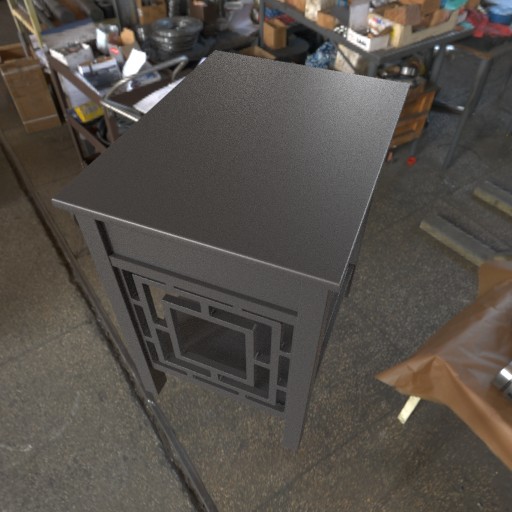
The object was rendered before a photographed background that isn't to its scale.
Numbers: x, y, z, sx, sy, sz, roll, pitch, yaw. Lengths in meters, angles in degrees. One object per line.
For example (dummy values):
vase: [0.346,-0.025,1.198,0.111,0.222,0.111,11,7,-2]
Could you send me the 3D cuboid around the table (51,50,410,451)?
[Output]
table: [0.000,0.000,1.015,0.451,0.646,0.564,16,50,15]
